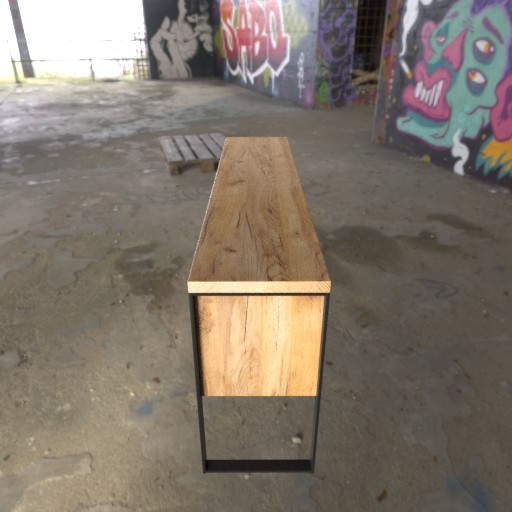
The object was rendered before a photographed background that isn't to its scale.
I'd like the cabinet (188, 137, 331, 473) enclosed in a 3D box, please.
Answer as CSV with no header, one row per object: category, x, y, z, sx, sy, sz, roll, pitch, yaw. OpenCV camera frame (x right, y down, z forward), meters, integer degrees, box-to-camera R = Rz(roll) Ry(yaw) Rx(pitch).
cabinet,0.000,0.000,2.153,0.395,0.762,1.800,0,27,0
